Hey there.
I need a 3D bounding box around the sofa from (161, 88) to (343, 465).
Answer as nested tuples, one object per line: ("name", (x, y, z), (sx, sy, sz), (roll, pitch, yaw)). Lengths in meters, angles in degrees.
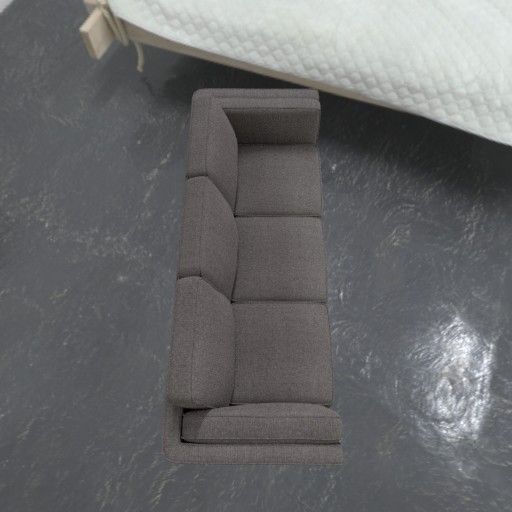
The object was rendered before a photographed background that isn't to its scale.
("sofa", (0.000, 0.000, 2.777), (0.903, 0.899, 2.362), (0, 65, 0))
